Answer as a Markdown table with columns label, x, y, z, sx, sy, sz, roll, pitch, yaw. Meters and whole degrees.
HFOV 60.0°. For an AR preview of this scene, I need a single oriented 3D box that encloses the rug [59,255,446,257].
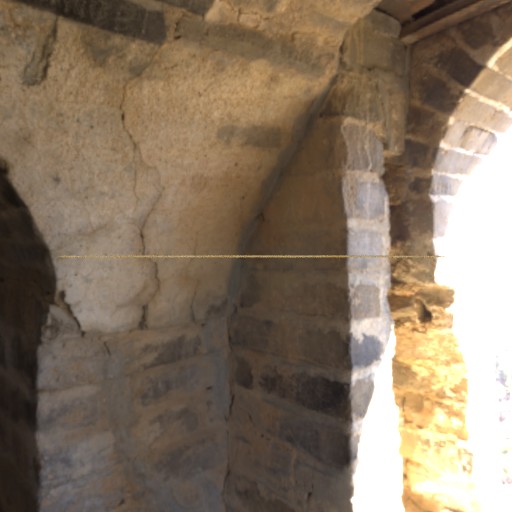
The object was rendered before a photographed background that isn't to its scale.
| label | x | y | z | sx | sy | sz | roll | pitch | yaw |
| --- | --- | --- | --- | --- | --- | --- | --- | --- | --- |
| rug | 0.000 | 0.000 | 2.886 | 1.524 | 0.006 | 2.286 | 0 | 0 | 1 |
